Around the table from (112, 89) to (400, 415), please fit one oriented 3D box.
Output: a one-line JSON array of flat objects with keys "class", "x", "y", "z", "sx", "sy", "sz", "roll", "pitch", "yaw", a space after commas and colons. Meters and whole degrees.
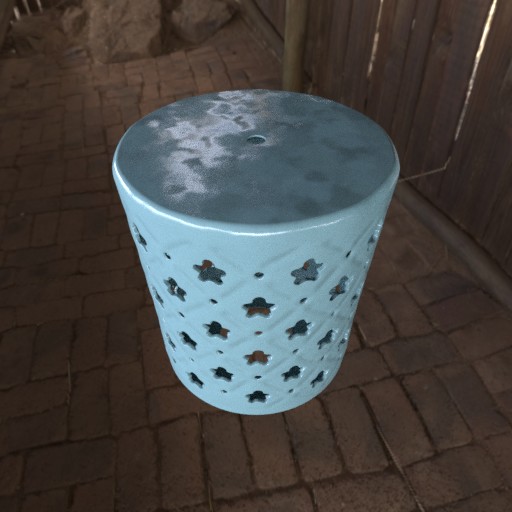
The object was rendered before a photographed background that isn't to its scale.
[{"class": "table", "x": 0.000, "y": 0.000, "z": 0.677, "sx": 0.352, "sy": 0.387, "sz": 0.352, "roll": 0, "pitch": 42, "yaw": 0}]
